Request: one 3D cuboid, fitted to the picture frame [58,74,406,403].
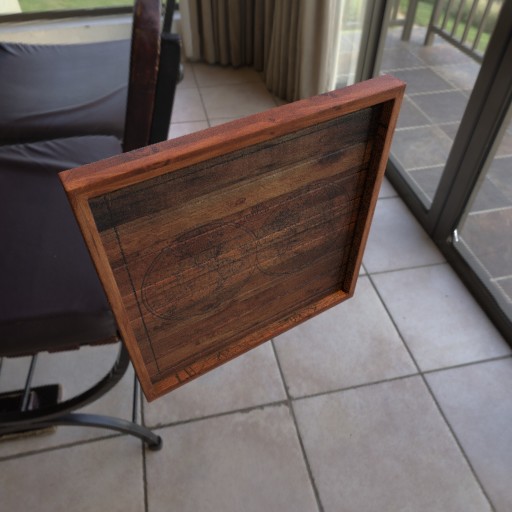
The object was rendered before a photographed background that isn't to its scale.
[{"bbox_3d":[0.000,0.000,0.535,0.352,0.356,0.028,-24,51,-21],"label":"picture frame"}]
